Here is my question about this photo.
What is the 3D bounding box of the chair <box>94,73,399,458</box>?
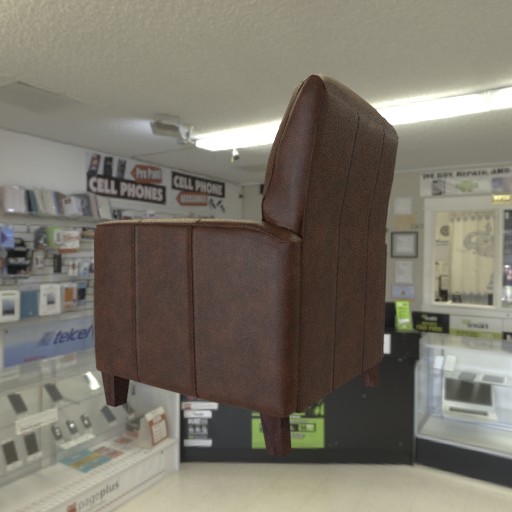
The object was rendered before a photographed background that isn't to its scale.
[{"bbox_3d":[0.000,0.000,1.605,0.850,1.010,0.839,1,1,34],"label":"chair"}]
